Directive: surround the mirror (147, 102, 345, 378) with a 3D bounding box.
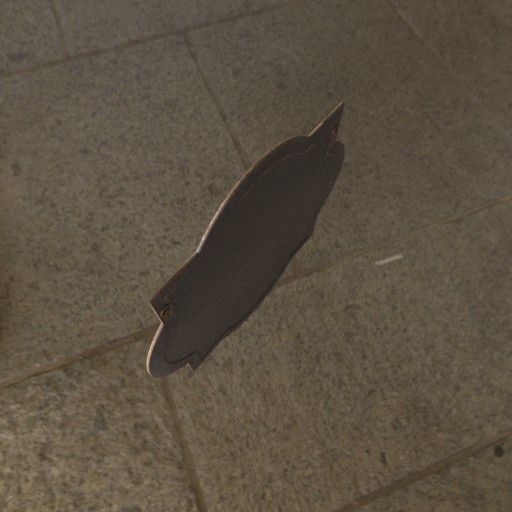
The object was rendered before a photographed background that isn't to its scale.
[{"bbox_3d":[0.000,0.000,1.042,0.019,0.686,0.686,36,69,16],"label":"mirror"}]
